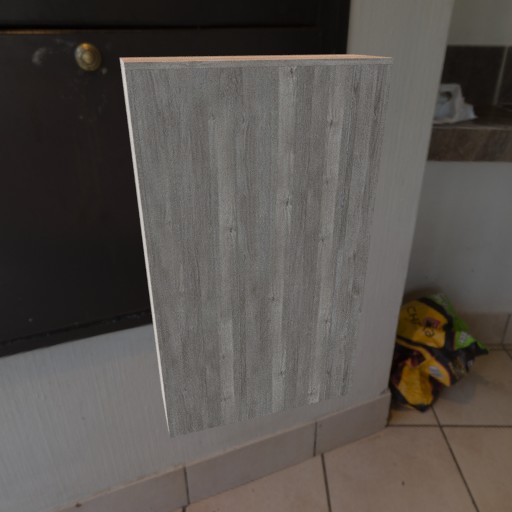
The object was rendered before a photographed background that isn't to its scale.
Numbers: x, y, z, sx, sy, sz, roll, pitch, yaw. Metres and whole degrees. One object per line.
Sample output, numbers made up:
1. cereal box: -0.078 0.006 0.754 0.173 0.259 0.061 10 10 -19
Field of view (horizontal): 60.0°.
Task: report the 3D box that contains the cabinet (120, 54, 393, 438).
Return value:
1. cabinet: 0.000 0.000 1.565 0.750 1.280 0.250 -8 28 -16
